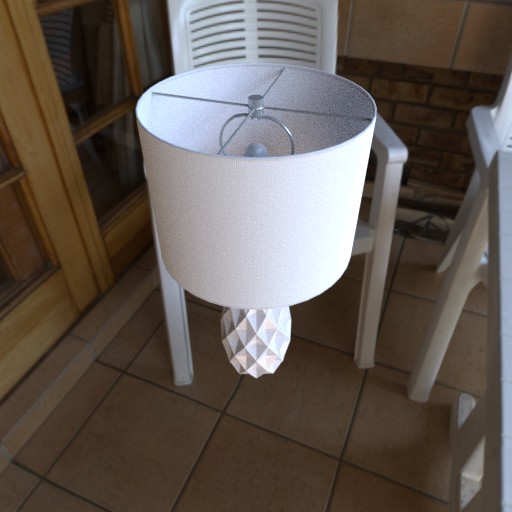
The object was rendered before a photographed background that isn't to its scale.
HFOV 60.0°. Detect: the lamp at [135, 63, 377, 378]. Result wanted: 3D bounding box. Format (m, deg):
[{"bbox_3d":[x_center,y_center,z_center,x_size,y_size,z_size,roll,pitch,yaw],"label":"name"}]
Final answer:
[{"bbox_3d":[0.000,0.000,0.723,0.297,0.522,0.297,0,41,0],"label":"lamp"}]
